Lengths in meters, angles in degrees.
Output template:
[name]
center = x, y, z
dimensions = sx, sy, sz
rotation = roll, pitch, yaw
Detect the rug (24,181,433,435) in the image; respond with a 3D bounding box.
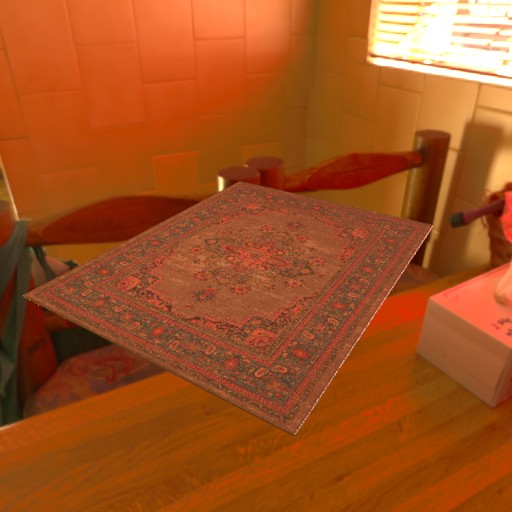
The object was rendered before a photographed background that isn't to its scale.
[rug]
center = 0.000, 0.000, 4.059
dimensions = 2.434, 0.013, 3.057
rotation = 18, 34, 28
